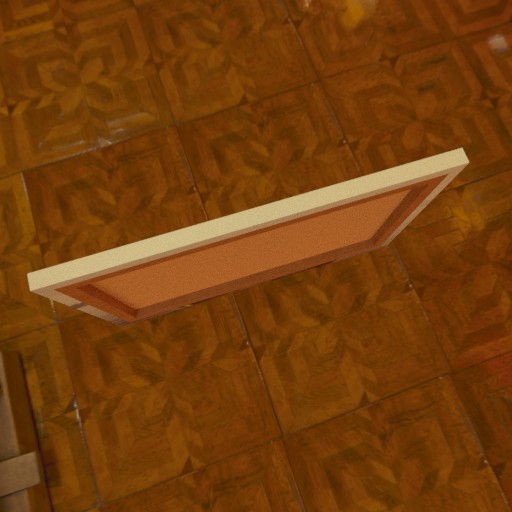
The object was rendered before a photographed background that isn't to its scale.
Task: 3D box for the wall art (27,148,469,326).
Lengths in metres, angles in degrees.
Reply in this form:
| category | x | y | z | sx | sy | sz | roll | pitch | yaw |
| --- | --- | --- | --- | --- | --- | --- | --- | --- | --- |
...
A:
| category | x | y | z | sx | sy | sz | roll | pitch | yaw |
| --- | --- | --- | --- | --- | --- | --- | --- | --- | --- |
| wall art | 0.000 | 0.000 | 1.180 | 0.916 | 0.609 | 0.037 | -17 | 75 | -4 |
